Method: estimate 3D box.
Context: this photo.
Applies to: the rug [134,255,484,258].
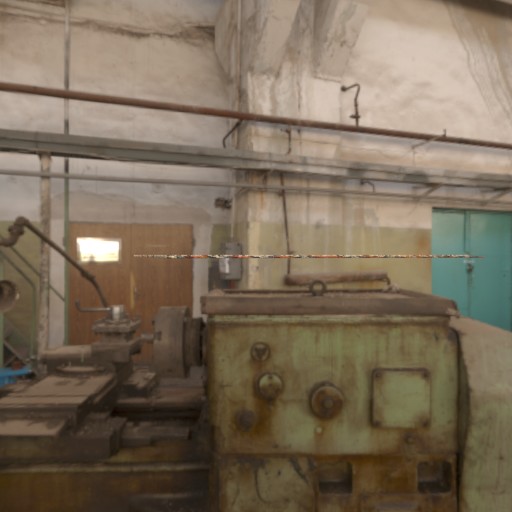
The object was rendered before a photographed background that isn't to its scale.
[{"bbox_3d":[0.000,0.000,2.469,1.218,0.010,1.997,0,0,-18],"label":"rug"}]
